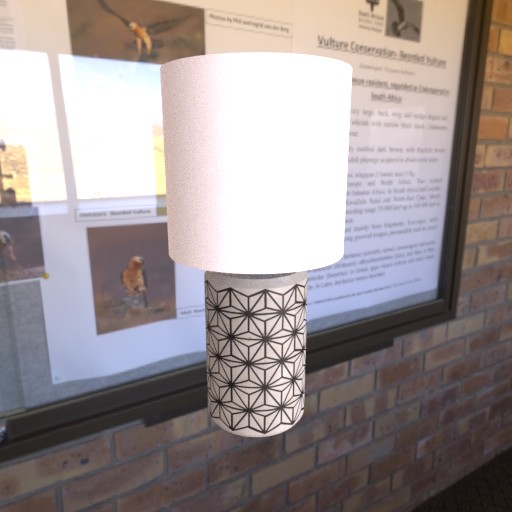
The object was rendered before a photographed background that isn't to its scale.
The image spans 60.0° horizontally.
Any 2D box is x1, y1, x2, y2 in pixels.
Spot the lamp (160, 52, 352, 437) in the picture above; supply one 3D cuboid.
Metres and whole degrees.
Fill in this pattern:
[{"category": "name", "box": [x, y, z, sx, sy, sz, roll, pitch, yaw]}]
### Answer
[{"category": "lamp", "box": [0.000, 0.000, 0.536, 0.206, 0.416, 0.206, 7, 15, 25]}]
